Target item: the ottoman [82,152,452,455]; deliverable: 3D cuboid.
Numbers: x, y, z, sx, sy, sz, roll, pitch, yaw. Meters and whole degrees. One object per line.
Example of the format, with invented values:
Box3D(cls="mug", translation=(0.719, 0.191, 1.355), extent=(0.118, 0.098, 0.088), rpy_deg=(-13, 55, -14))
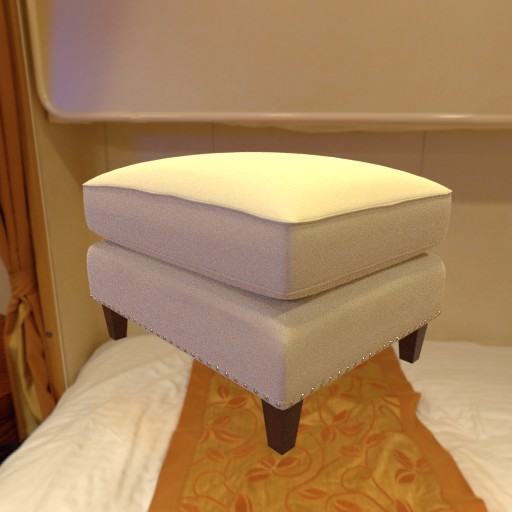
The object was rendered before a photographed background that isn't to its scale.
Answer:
Box3D(cls="ottoman", translation=(0.000, 0.000, 1.129), extent=(0.584, 0.513, 0.741), rpy_deg=(-14, 21, -42))
